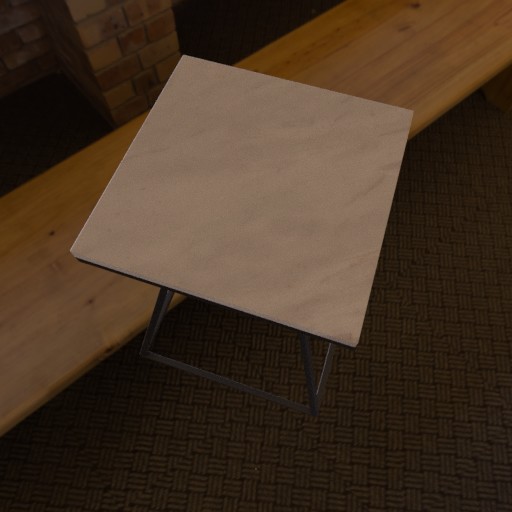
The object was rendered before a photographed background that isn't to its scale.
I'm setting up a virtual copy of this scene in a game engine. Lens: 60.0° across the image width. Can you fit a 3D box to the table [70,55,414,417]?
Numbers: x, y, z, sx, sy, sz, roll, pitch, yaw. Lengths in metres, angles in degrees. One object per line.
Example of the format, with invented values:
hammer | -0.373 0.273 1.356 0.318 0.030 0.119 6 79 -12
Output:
table | 0.000 0.000 0.916 0.455 0.559 0.455 17 66 8
